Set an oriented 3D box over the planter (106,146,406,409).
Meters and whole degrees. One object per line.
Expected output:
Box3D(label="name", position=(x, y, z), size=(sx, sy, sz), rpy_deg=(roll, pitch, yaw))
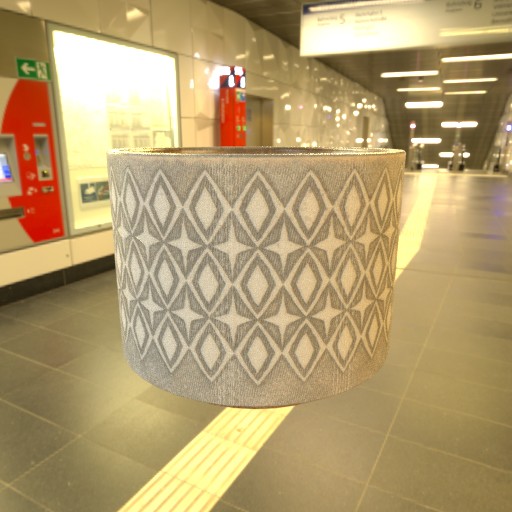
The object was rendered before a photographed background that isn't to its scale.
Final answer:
Box3D(label="planter", position=(0.000, 0.000, 0.308), size=(0.186, 0.144, 0.186), rpy_deg=(0, 15, 0))
